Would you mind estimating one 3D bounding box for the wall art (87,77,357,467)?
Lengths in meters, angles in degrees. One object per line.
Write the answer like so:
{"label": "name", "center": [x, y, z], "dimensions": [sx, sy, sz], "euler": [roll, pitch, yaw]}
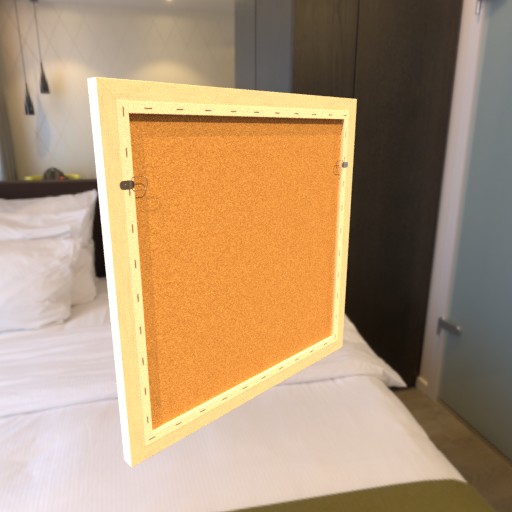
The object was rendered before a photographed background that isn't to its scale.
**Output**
{"label": "wall art", "center": [0.000, 0.000, 1.455], "dimensions": [1.016, 1.016, 0.045], "euler": [-15, 22, -43]}
